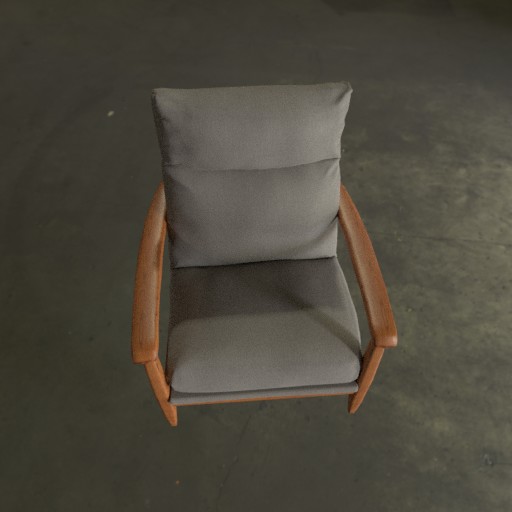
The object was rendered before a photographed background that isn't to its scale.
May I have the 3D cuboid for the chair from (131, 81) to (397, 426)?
[{"bbox_3d":[0.000,0.000,1.510,0.782,0.922,0.816,-3,47,-3],"label":"chair"}]
